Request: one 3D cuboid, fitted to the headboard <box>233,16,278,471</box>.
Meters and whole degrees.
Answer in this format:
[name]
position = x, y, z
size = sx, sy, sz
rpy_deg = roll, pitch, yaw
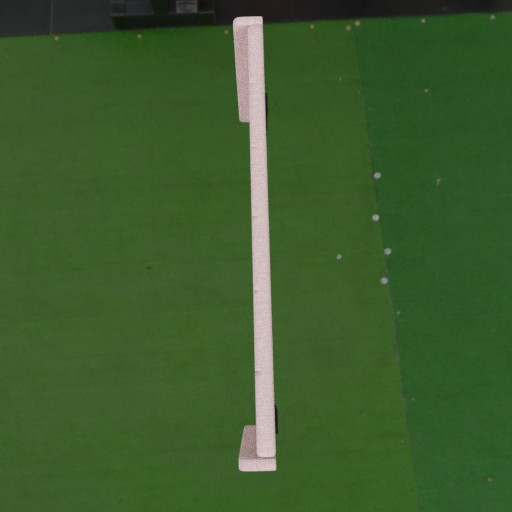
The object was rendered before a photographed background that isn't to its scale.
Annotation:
[headboard]
position = 0.000, 0.000, 2.671
size = 0.184, 1.524, 2.051
rpy_deg = -1, 77, 0
